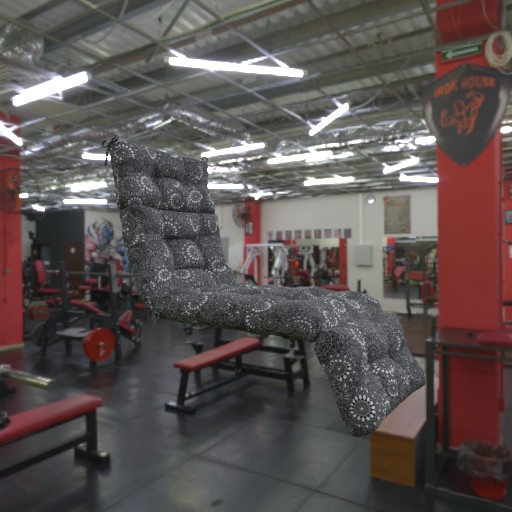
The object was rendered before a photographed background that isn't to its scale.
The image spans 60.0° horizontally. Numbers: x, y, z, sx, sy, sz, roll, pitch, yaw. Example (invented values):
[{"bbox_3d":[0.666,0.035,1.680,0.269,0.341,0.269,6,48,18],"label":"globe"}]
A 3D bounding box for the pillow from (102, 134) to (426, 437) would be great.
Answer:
[{"bbox_3d":[0.000,0.000,1.510,1.016,0.863,0.526,0,1,35],"label":"pillow"}]
